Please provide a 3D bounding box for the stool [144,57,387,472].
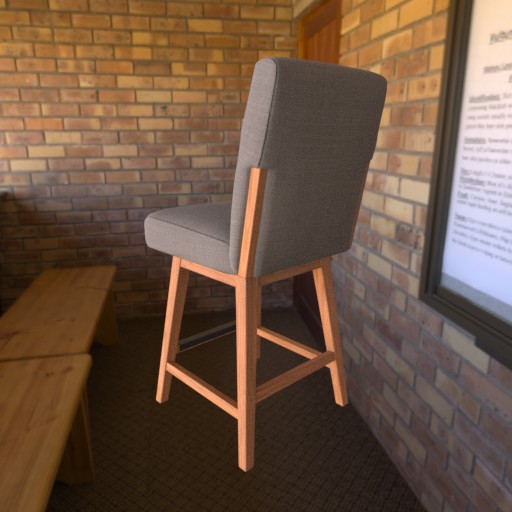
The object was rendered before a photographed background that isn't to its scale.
[{"bbox_3d":[0.000,0.000,1.331,0.459,1.019,0.570,-14,21,-41],"label":"stool"}]
